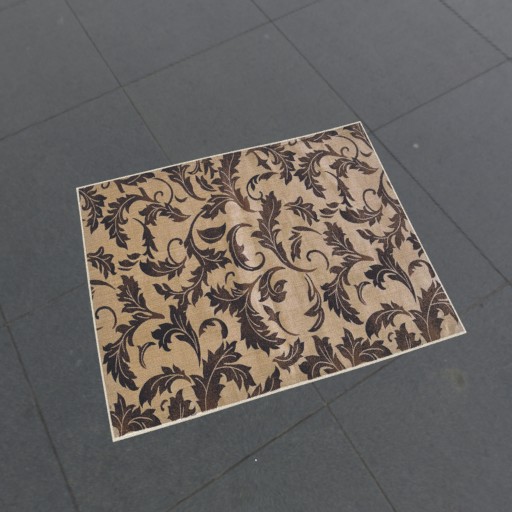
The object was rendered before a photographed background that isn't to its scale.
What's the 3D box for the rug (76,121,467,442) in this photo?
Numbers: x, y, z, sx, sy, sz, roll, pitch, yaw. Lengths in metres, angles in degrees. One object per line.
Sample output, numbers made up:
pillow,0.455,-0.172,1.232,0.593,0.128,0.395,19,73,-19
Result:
rug,0.000,0.000,3.997,2.977,0.008,2.380,-15,66,-7
